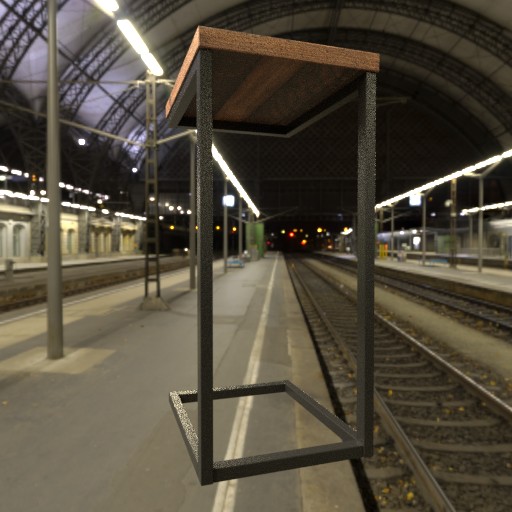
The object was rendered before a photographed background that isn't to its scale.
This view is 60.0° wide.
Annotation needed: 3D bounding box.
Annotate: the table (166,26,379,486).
[{"bbox_3d":[0.000,0.000,0.933,0.323,0.718,0.414,0,2,-18],"label":"table"}]
